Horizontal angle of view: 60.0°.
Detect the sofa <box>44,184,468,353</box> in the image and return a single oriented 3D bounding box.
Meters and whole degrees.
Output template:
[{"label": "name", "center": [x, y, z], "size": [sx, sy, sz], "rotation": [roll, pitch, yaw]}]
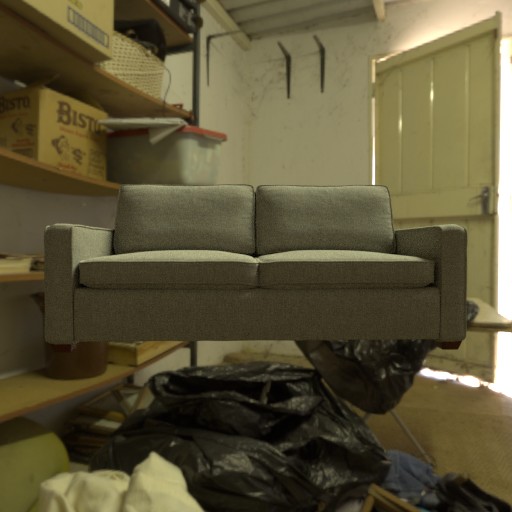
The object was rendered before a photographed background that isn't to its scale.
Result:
[{"label": "sofa", "center": [0.000, 0.000, 2.590], "size": [2.078, 0.918, 0.945], "rotation": [0, 1, -2]}]
